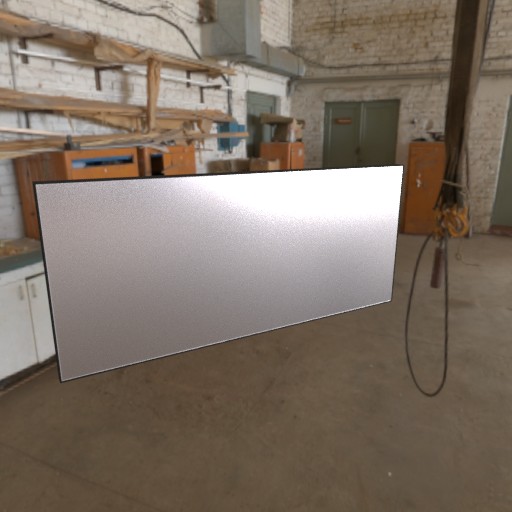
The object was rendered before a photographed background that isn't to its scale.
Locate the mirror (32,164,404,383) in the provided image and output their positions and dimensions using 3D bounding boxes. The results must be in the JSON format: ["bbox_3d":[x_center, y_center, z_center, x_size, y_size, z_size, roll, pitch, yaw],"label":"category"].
[{"bbox_3d":[0.000,0.000,1.837,1.584,0.692,0.047,-9,18,-28],"label":"mirror"}]
